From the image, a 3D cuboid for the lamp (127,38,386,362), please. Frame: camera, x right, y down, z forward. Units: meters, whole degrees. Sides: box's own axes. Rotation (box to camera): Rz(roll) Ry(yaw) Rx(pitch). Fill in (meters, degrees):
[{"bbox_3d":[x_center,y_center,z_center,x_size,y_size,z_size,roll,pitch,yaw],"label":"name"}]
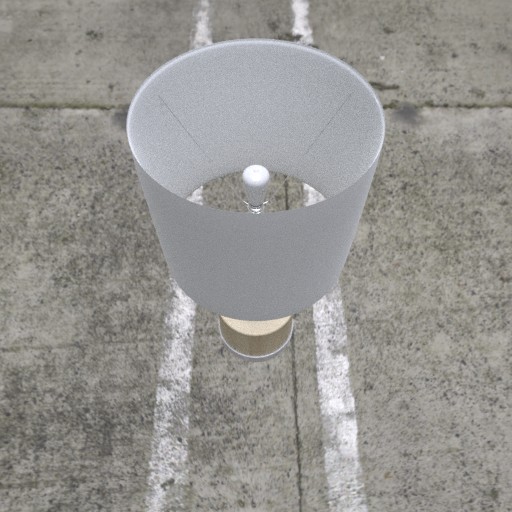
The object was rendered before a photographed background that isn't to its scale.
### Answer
[{"bbox_3d":[0.000,0.000,0.590,0.229,0.470,0.229,-1,57,0],"label":"lamp"}]
